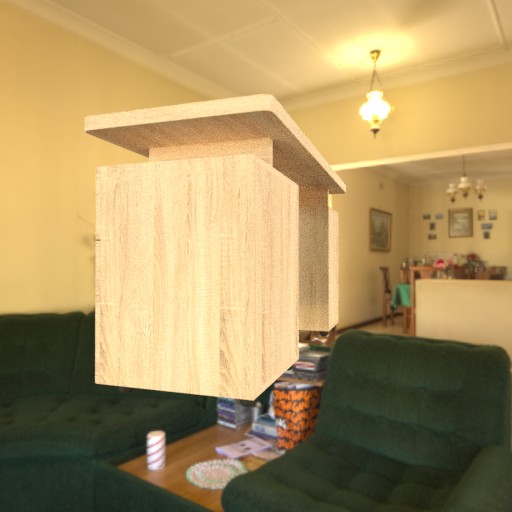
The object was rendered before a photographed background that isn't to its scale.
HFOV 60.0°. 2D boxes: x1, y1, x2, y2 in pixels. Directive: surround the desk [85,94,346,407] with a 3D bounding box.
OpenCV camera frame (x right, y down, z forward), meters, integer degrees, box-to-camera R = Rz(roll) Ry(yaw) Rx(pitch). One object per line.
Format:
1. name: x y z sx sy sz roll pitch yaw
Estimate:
1. desk: 0.000 0.000 1.797 0.550 0.760 1.400 0 -1 19
